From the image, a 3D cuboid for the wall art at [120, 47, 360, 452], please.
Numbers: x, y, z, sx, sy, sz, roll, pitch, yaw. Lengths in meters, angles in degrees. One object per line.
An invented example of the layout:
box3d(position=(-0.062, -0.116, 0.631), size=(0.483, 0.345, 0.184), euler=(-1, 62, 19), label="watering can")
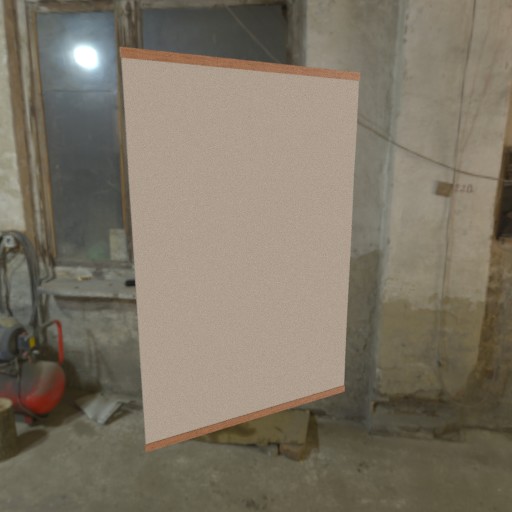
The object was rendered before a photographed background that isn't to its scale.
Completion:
box3d(position=(0.000, 0.000, 1.865), size=(1.019, 1.527, 0.019), euler=(-7, 15, -27), label="wall art")
